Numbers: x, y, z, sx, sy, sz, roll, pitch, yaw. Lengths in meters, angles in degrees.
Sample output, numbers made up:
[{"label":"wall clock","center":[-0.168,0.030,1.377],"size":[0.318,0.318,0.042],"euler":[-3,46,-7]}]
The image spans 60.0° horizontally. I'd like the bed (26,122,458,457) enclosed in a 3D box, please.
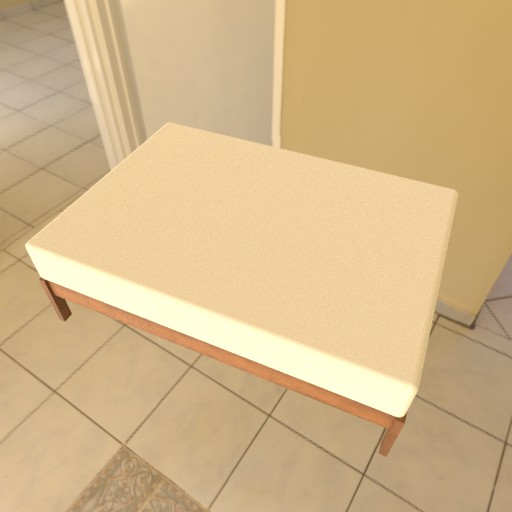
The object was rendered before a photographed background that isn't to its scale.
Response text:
[{"label":"bed","center":[0.000,0.000,2.548],"size":[1.927,0.616,1.348],"euler":[18,48,17]}]
